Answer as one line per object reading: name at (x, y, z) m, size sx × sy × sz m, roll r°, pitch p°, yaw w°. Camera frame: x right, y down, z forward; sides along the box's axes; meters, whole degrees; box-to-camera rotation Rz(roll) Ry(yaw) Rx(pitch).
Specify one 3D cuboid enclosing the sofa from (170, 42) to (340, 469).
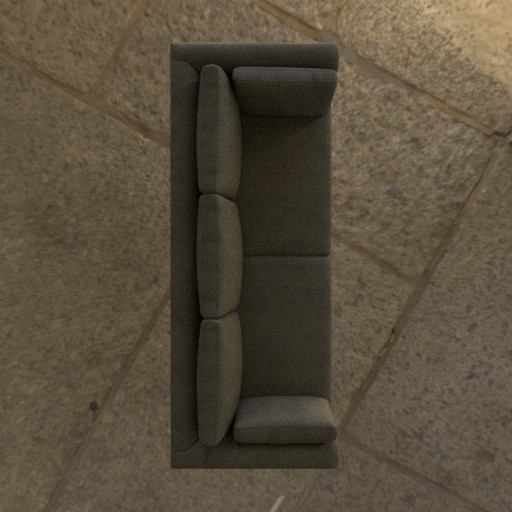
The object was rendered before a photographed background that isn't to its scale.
sofa at (0.000, 0.000, 2.815) m, size 0.969 × 0.867 × 2.415 m, roll 0°, pitch 90°, yaw 0°
